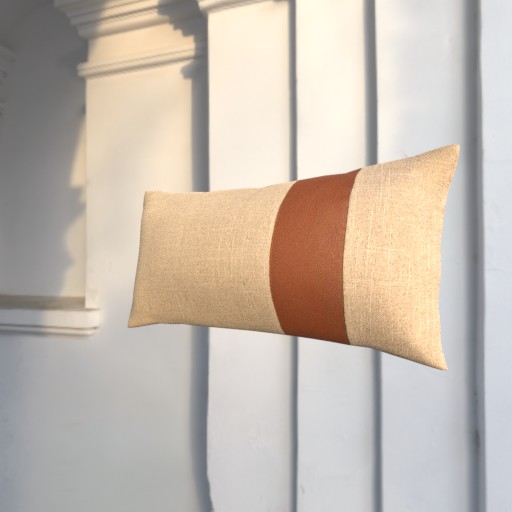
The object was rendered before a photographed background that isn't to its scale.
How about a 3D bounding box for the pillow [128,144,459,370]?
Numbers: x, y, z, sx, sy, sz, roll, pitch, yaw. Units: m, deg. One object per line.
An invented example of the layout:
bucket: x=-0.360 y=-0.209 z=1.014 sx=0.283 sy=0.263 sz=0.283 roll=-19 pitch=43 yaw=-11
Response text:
pillow: x=0.000 y=0.000 z=0.729 sx=0.612 sy=0.282 sz=0.155 roll=-1 pitch=-1 yaw=36
